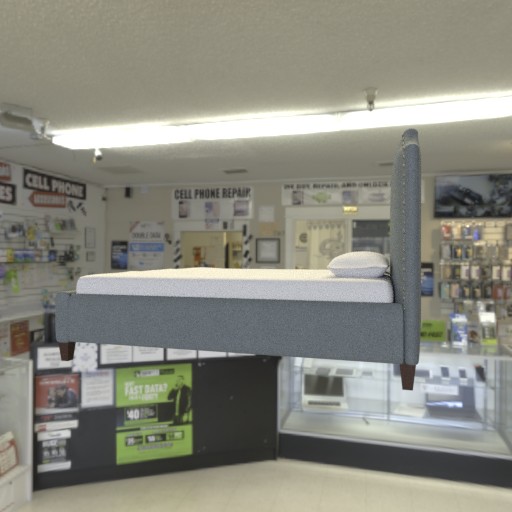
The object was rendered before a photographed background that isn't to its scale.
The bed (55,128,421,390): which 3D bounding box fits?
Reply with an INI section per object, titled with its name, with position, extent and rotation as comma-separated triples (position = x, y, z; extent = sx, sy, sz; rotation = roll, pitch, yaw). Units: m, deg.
[bed]
position = 0.000, 0.000, 3.486
extent = 2.372, 1.443, 1.712
rotation = 0, 0, 17
